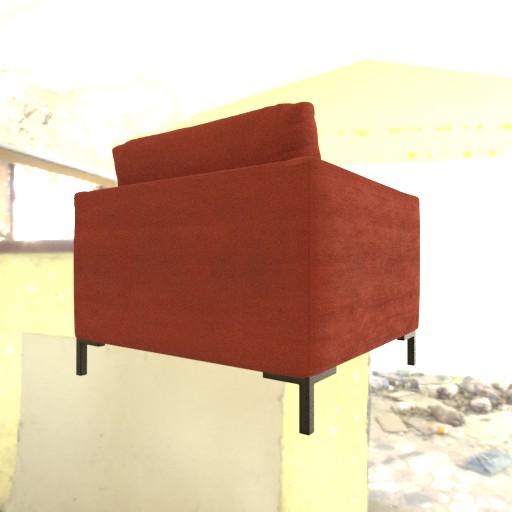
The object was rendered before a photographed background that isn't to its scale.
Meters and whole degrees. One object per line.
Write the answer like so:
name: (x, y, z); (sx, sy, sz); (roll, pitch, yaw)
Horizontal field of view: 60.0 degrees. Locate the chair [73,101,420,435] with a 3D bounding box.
chair: (0.000, 0.000, 1.597); (0.964, 0.812, 0.875); (0, -1, 36)
